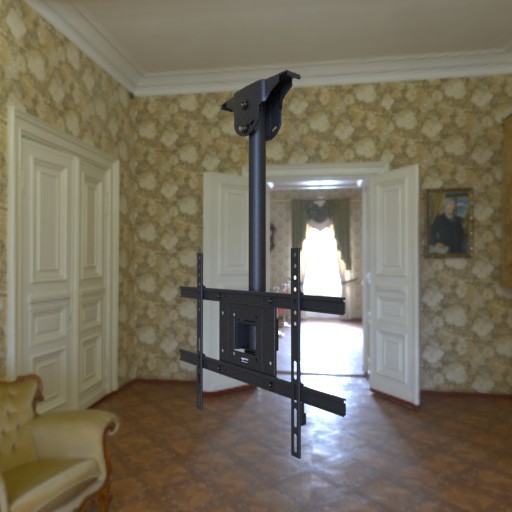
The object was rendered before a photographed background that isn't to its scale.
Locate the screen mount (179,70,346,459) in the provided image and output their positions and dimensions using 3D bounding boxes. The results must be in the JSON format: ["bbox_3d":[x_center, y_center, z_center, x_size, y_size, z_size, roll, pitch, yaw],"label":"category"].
[{"bbox_3d":[0.000,0.000,1.024,0.090,0.775,0.595,1,-2,-38],"label":"screen mount"}]
